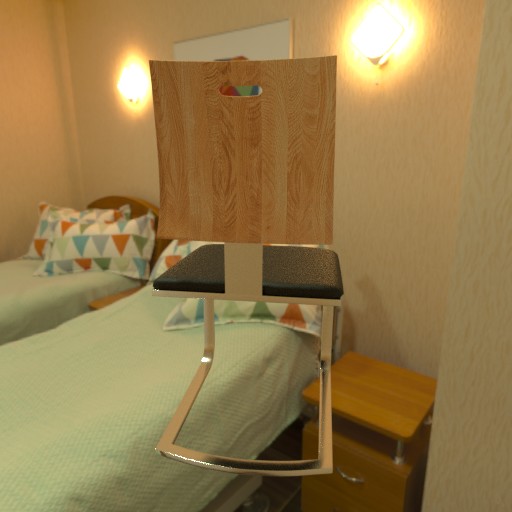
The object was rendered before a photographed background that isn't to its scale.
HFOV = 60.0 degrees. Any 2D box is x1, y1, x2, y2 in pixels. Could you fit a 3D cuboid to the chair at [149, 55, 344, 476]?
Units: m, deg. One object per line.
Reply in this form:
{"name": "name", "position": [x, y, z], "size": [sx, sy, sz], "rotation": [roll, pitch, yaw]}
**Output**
{"name": "chair", "position": [0.000, 0.000, 1.206], "size": [0.462, 0.936, 0.560], "rotation": [2, 16, 8]}
